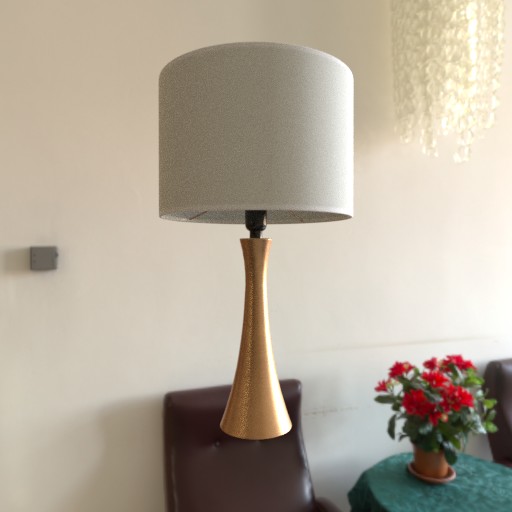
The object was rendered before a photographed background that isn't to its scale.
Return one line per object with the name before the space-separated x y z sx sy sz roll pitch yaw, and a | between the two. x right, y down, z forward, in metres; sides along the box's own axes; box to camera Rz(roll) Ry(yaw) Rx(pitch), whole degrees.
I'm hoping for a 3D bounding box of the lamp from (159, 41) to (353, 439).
lamp | 0.000 0.000 0.627 0.268 0.479 0.268 0 1 36
